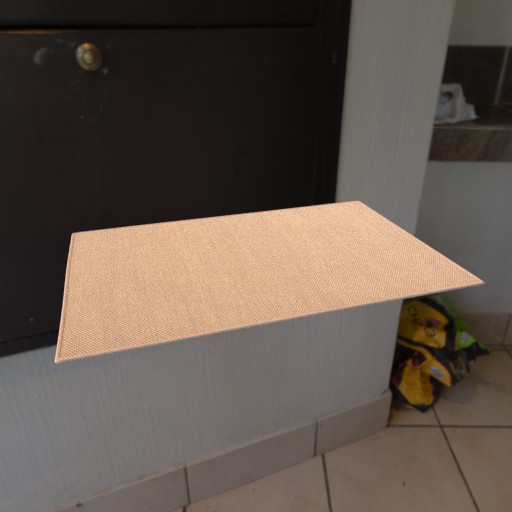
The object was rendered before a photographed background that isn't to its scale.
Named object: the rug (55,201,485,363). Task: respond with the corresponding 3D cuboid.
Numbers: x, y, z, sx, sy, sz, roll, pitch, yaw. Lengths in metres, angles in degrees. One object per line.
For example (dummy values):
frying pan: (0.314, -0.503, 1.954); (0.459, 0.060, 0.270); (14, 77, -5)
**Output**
rug: (0.000, 0.000, 2.078); (1.676, 0.013, 1.067); (-8, 28, -16)
